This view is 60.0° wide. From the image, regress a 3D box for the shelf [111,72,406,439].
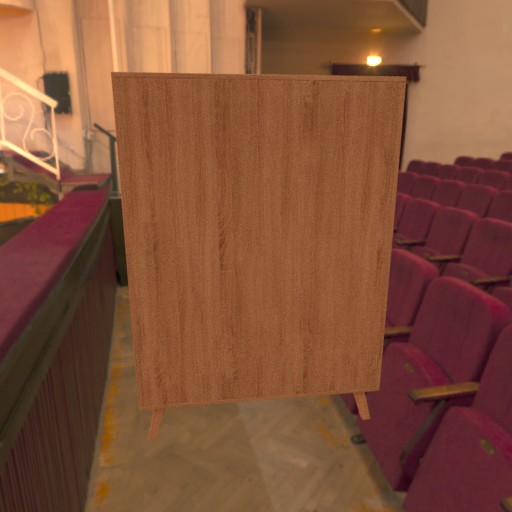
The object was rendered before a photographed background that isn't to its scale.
[{"bbox_3d":[0.000,0.000,1.887,1.000,1.390,0.450,-2,16,-8],"label":"shelf"}]
